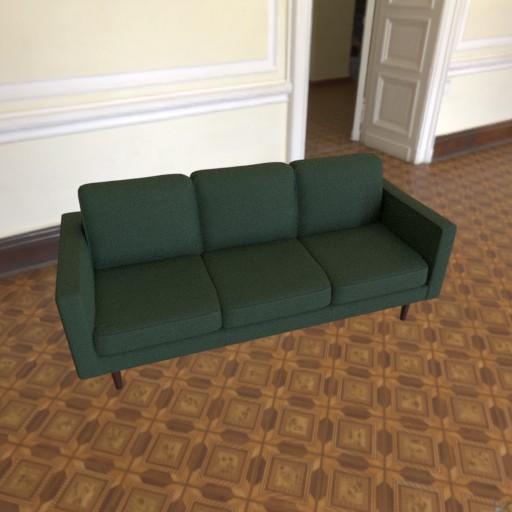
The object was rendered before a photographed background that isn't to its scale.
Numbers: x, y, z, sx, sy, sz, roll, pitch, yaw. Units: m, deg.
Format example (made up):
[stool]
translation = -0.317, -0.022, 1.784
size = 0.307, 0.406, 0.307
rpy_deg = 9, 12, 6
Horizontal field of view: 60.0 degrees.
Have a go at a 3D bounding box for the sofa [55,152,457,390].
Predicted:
[sofa]
translation = 0.000, 0.000, 2.544
size = 2.029, 0.899, 0.879
rpy_deg = -10, 33, -16
